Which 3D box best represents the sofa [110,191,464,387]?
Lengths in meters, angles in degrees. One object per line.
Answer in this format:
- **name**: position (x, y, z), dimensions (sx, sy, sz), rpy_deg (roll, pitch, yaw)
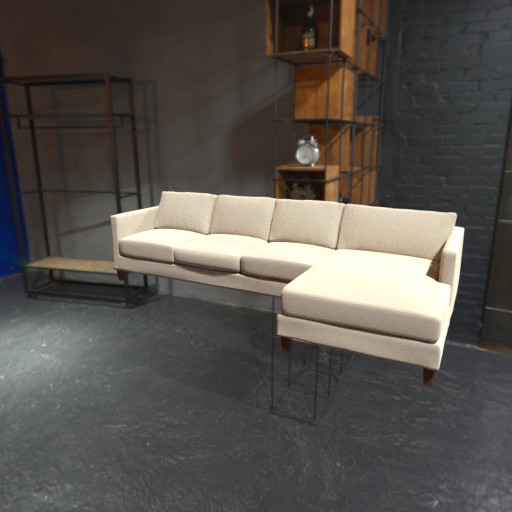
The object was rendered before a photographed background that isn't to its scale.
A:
- **sofa**: position (0.000, 0.000, 3.854), dimensions (3.186, 0.861, 1.625), rpy_deg (8, 17, 27)
